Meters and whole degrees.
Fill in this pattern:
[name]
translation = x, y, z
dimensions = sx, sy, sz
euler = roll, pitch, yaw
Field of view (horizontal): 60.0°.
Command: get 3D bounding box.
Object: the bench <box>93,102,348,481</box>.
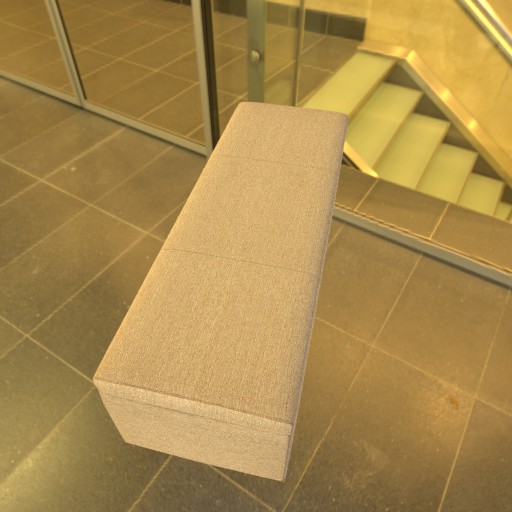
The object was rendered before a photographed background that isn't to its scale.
[bench]
translation = 0.000, 0.000, 1.466
dimensions = 0.446, 0.438, 1.269
euler = 10, 47, 9
